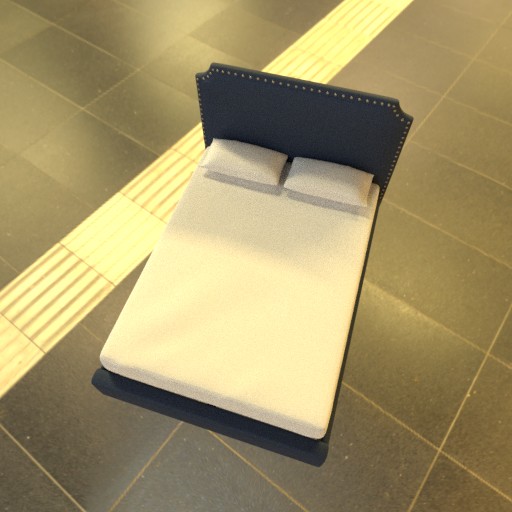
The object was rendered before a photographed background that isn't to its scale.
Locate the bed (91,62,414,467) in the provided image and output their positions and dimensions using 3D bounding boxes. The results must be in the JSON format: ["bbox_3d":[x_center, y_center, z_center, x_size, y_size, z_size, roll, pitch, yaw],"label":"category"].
[{"bbox_3d":[0.000,0.000,3.317,1.712,1.443,2.372,15,60,9],"label":"bed"}]
